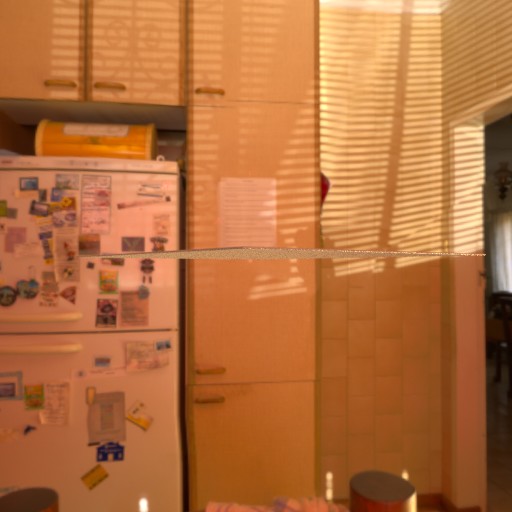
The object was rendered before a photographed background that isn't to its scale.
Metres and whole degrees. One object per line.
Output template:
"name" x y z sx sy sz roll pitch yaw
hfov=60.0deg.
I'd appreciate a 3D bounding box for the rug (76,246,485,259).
"rug" 0.000 0.000 4.134 2.434 0.013 3.057 1 -2 -37
